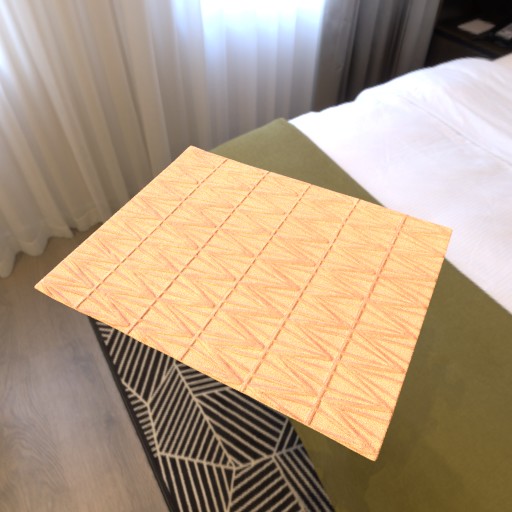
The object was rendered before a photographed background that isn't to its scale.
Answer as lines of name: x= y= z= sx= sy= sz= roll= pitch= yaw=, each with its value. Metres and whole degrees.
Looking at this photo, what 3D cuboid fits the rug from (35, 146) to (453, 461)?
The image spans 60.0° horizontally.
rug: x=0.000 y=0.000 z=4.056 sx=3.052 sy=0.043 sz=2.453 roll=21 pitch=51 yaw=19
